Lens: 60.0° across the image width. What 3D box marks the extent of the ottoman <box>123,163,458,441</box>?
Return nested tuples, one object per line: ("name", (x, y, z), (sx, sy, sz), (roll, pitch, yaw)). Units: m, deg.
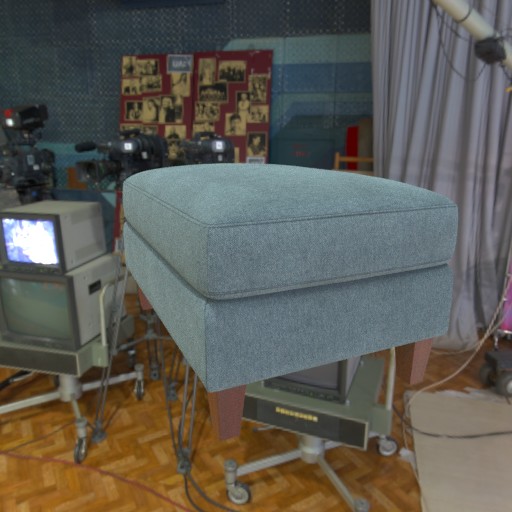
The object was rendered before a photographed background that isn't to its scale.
("ottoman", (0.000, 0.000, 1.217), (0.584, 0.483, 0.864), (-7, 17, -24))
